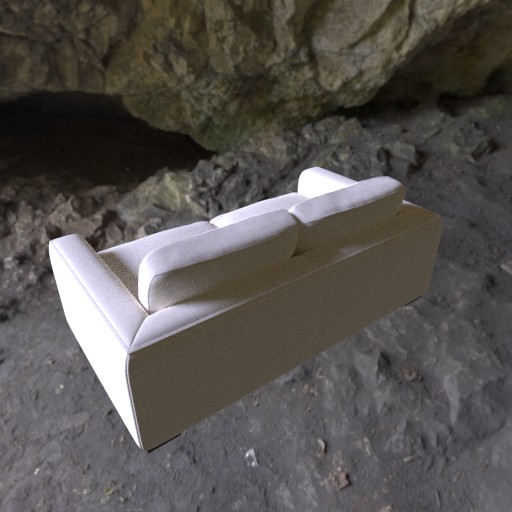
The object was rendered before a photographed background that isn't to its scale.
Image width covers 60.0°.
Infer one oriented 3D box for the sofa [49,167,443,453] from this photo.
[{"bbox_3d":[0.000,0.000,2.460,1.920,0.801,1.069,-21,37,-31],"label":"sofa"}]
